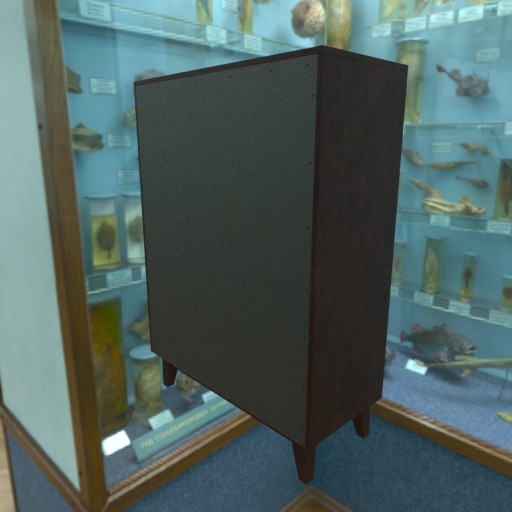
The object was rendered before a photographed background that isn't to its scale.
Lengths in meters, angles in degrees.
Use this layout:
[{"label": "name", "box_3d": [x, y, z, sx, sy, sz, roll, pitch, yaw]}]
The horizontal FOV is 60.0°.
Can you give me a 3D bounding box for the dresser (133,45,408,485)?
[{"label": "dresser", "box_3d": [0.000, 0.000, 1.979, 0.506, 1.514, 1.072, -13, 20, -42]}]
